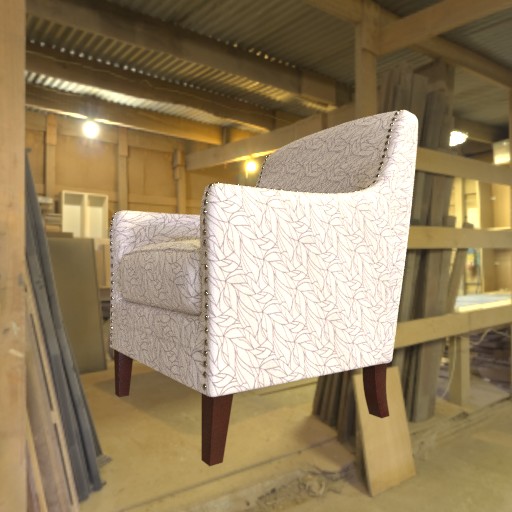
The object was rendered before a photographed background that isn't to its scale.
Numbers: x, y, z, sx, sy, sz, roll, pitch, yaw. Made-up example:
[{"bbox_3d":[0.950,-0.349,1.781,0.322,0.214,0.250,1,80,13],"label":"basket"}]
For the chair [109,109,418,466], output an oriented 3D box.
[{"bbox_3d":[0.000,0.000,1.259,0.651,0.816,0.623,1,-1,-35],"label":"chair"}]
